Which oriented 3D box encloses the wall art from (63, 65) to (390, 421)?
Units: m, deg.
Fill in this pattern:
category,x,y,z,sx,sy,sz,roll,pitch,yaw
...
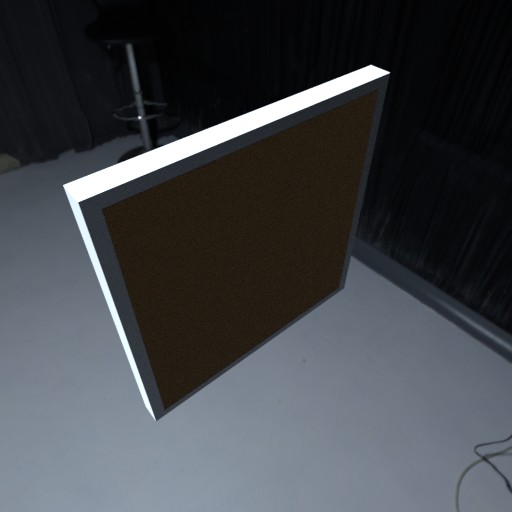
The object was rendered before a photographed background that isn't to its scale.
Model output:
category,x,y,z,sx,sy,sz,roll,pitch,yaw
wall art,0.000,0.000,0.758,0.506,0.506,0.038,-30,52,-27
